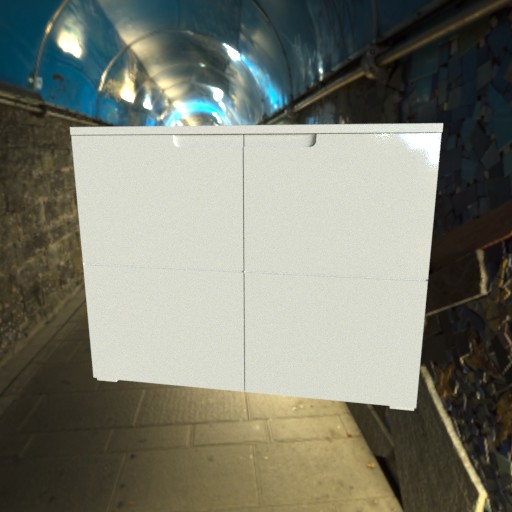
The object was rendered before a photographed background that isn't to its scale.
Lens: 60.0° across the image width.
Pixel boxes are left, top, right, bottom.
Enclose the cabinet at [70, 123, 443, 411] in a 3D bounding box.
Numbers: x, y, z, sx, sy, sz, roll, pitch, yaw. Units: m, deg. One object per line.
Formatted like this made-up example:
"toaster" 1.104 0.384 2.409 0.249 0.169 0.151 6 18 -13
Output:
"cabinet" 0.000 0.000 1.451 1.000 0.800 0.400 2 13 10
